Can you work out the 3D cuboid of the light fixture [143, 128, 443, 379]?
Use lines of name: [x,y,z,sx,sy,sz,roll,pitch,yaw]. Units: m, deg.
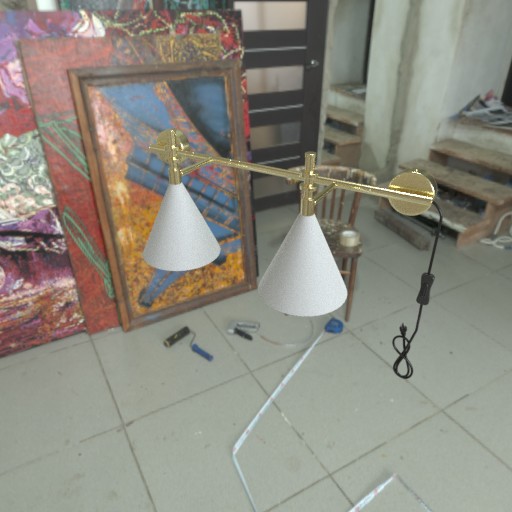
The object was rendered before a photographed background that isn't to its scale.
light fixture: [0.000,0.000,0.867,0.642,0.468,0.239,17,34,26]
